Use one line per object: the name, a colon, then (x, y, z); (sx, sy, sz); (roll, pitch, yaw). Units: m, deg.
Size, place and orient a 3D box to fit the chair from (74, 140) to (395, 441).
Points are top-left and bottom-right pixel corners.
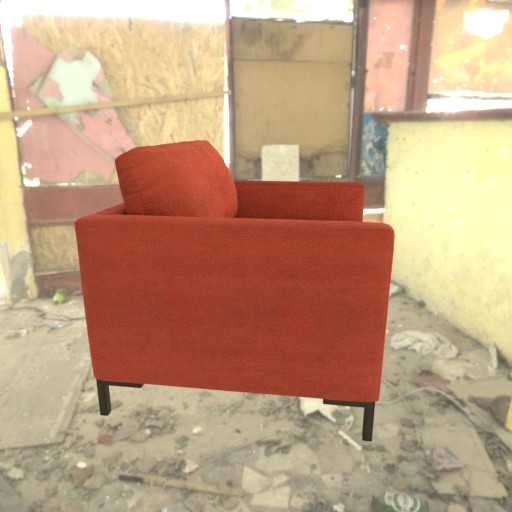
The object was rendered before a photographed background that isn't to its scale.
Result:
chair: (0.000, 0.000, 1.635); (0.875, 0.812, 0.964); (2, 17, 8)
